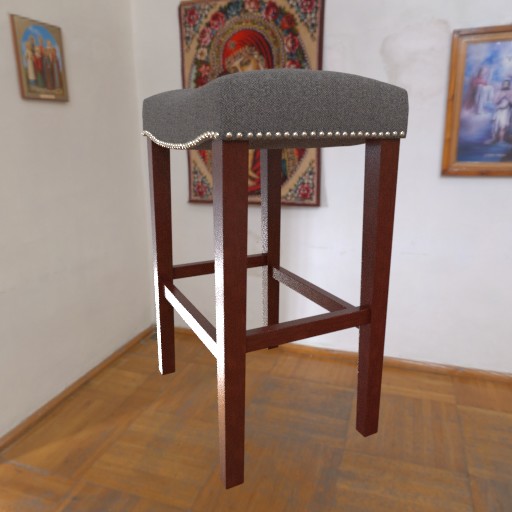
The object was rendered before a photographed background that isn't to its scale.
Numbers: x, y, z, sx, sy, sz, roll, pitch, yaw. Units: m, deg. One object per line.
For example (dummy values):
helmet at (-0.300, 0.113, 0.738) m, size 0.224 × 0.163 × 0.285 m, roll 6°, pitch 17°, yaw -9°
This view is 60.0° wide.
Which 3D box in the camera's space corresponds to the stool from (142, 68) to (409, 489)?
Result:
stool at (0.000, 0.000, 1.008) m, size 0.372 × 0.742 × 0.504 m, roll -8°, pitch 18°, yaw -25°
